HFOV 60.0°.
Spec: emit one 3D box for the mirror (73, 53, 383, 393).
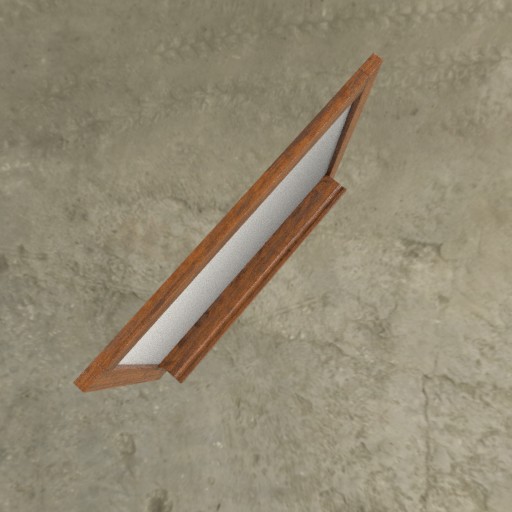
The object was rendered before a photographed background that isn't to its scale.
[{"bbox_3d":[0.000,0.000,0.992,0.084,0.537,0.758,40,80,9],"label":"mirror"}]
